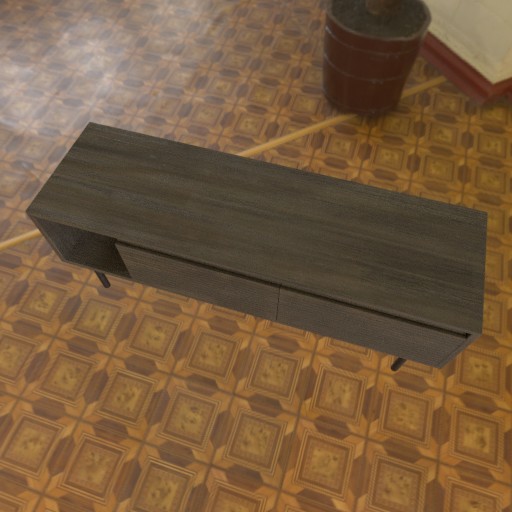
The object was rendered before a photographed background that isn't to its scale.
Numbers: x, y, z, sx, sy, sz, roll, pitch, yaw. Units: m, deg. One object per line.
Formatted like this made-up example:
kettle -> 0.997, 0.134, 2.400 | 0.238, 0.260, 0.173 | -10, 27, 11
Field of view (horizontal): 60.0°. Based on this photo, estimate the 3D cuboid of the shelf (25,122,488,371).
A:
shelf -> 0.000, 0.000, 1.509 | 1.300, 0.495, 0.400 | 15, 60, 9
